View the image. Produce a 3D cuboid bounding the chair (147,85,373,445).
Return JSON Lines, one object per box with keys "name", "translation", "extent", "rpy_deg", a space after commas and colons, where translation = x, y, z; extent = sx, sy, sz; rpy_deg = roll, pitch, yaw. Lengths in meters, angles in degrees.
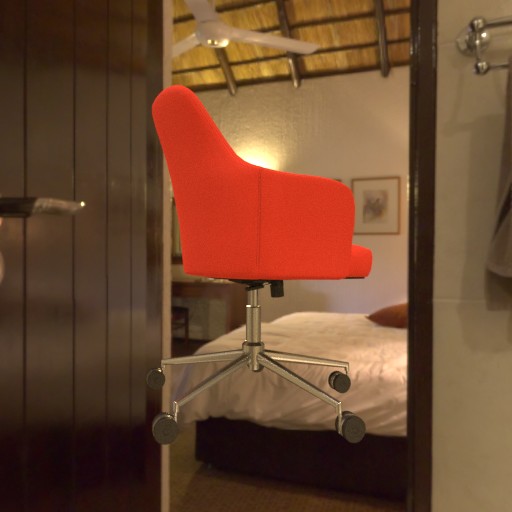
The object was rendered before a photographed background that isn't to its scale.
{"name": "chair", "translation": [0.000, 0.000, 1.246], "extent": [0.600, 0.820, 0.655], "rpy_deg": [0, 1, -18]}
